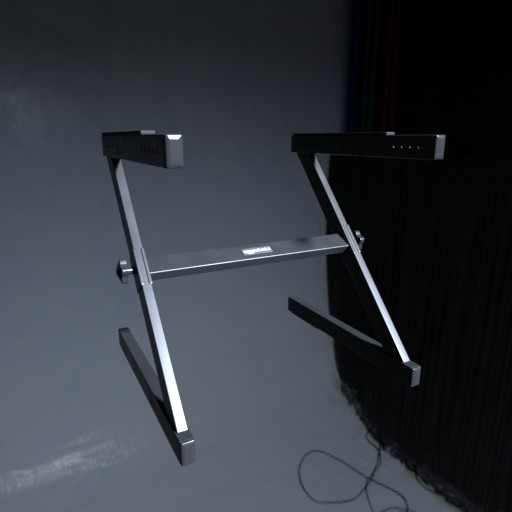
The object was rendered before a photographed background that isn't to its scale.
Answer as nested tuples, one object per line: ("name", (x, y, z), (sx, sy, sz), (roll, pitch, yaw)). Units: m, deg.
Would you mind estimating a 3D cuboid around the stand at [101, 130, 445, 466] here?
("stand", (0.000, 0.000, 1.146), (0.700, 0.617, 0.586), (-8, 17, -27))
